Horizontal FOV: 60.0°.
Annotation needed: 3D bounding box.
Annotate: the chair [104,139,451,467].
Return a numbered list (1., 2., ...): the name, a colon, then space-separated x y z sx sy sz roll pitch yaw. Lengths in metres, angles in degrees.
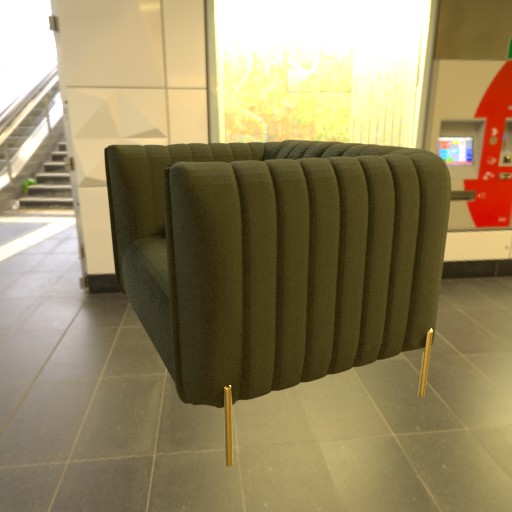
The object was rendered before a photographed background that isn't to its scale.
1. chair: 0.000 0.000 1.614 0.877 0.794 1.032 -8 19 -25
